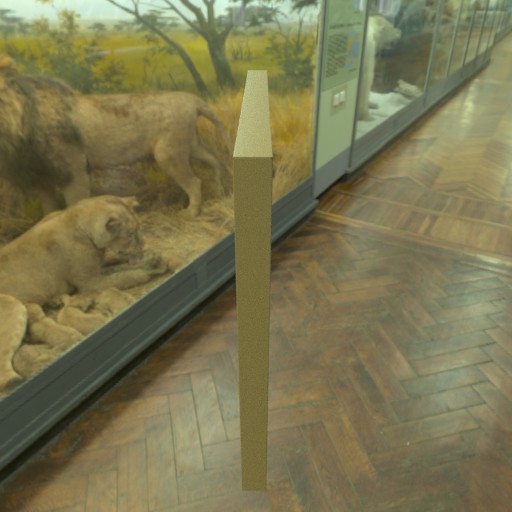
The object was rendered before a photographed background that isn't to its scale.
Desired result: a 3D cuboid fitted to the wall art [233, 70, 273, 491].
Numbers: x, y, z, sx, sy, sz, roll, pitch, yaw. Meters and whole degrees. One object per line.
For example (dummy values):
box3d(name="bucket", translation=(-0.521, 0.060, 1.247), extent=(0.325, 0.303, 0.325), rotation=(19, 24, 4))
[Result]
box3d(name="wall art", translation=(0.000, 0.000, 0.745), extent=(0.036, 0.509, 0.509), rotation=(0, 31, 1))
